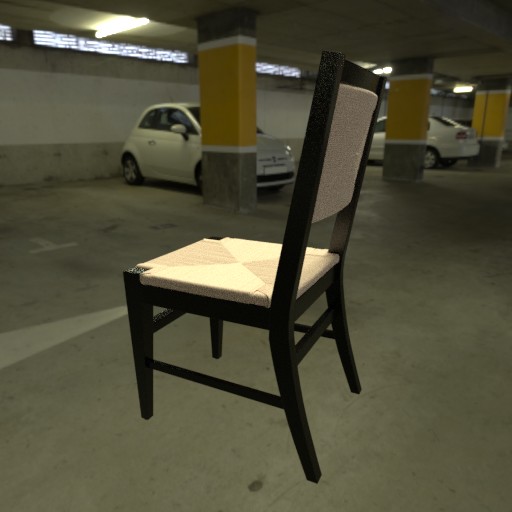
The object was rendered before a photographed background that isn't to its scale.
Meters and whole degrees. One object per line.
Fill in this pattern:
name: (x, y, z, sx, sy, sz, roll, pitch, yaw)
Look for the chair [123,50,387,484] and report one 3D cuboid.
chair: (0.000, 0.000, 1.197, 0.552, 0.927, 0.437, 8, 18, 25)
